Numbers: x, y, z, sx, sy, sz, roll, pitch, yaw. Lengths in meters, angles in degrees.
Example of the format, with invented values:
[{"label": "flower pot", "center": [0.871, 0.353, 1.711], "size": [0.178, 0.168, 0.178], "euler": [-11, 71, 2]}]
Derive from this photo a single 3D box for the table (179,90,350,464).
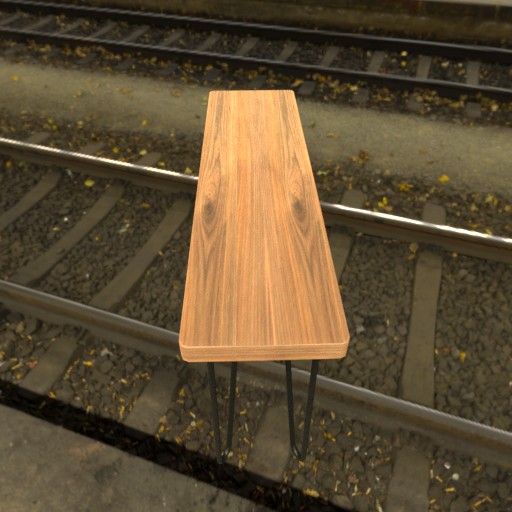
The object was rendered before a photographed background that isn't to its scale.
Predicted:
[{"label": "table", "center": [0.000, 0.000, 1.935], "size": [0.425, 0.834, 1.570], "euler": [-1, 42, -1]}]
